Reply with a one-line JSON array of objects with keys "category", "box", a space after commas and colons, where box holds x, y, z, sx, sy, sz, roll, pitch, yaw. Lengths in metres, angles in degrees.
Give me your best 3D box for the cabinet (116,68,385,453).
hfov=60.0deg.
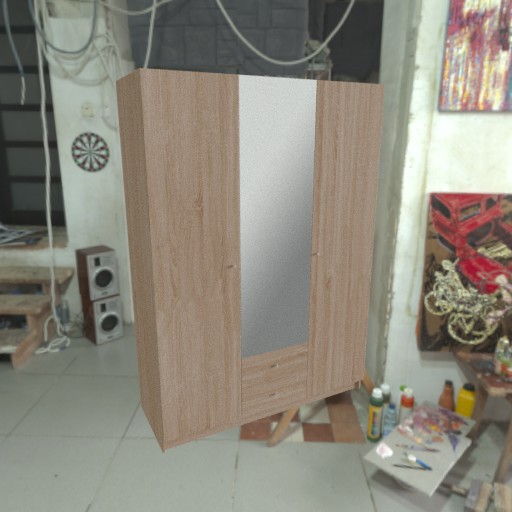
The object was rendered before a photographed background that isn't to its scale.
[{"category": "cabinet", "box": [0.000, 0.000, 2.892, 1.500, 2.120, 0.590, -8, 17, -27]}]
